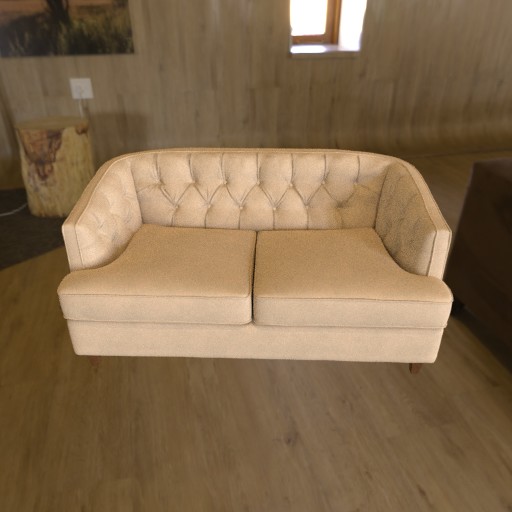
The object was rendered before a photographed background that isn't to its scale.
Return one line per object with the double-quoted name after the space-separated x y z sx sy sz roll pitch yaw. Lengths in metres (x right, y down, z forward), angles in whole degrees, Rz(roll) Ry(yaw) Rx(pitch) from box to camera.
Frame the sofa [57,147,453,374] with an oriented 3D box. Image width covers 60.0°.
0.000 0.000 2.300 1.731 0.878 0.940 1 30 2 "sofa"
